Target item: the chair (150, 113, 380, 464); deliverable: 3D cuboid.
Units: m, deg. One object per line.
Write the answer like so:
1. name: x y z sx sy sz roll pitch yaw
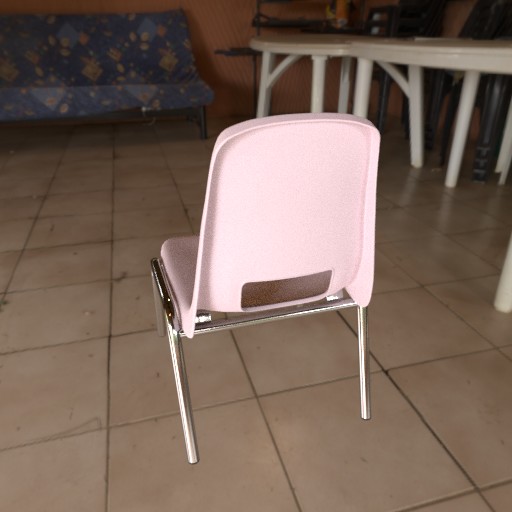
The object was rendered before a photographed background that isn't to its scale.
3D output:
1. chair: 0.000 0.000 0.773 0.354 0.536 0.385 -8 28 -15
